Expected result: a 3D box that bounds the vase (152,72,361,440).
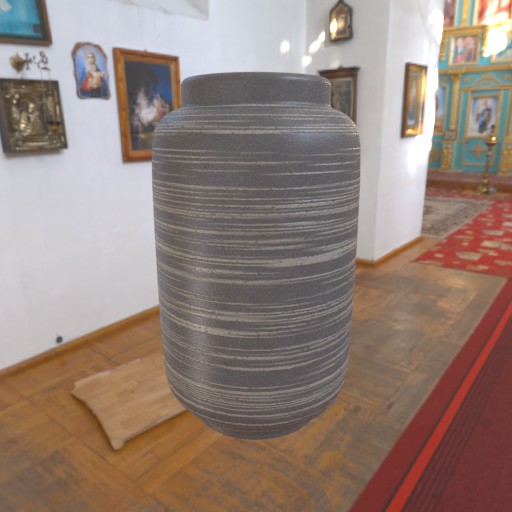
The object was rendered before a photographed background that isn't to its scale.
[{"bbox_3d":[0.000,0.000,0.674,0.297,0.499,0.297,0,16,0],"label":"vase"}]
